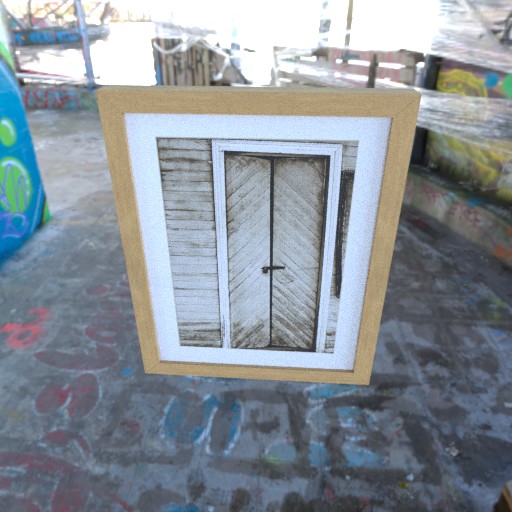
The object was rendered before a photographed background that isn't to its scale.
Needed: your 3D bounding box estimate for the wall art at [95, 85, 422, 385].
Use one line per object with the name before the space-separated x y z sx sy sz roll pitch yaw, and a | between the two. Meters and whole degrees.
wall art | 0.000 0.000 0.532 0.312 0.380 0.030 2 31 3
